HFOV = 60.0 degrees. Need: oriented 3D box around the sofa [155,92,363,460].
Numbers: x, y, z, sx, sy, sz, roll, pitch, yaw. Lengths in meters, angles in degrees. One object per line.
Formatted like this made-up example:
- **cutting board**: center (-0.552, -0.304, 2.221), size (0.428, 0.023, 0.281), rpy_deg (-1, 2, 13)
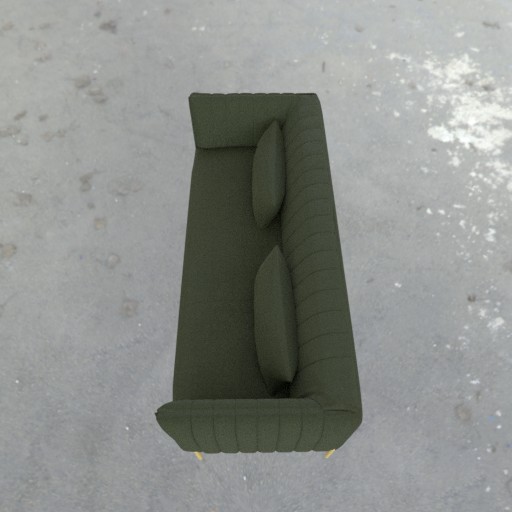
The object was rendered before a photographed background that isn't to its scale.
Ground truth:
- **sofa**: center (0.000, 0.000, 2.643), size (0.896, 0.793, 2.137), rpy_deg (-1, 58, 0)
